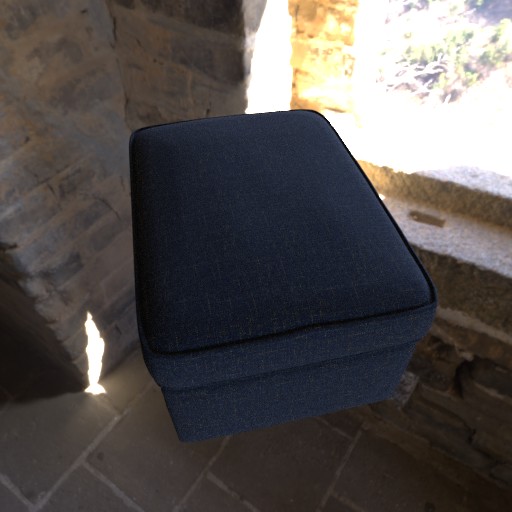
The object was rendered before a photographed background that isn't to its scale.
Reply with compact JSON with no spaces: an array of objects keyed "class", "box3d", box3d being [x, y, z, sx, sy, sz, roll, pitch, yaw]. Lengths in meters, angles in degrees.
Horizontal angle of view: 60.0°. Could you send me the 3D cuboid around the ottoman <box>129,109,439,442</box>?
[{"class":"ottoman","box3d":[0.000,0.000,1.118,0.549,0.450,0.749,-9,47,-9]}]
